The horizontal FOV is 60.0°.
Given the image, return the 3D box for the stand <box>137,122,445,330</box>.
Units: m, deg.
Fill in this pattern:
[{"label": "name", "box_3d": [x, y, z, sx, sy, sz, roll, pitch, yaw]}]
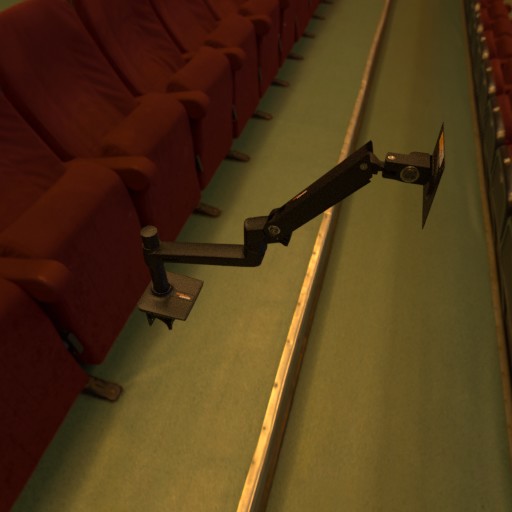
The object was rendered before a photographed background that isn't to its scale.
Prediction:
[{"label": "stand", "box_3d": [0.000, 0.000, 1.047, 0.650, 0.713, 0.152, 11, 46, 11]}]
